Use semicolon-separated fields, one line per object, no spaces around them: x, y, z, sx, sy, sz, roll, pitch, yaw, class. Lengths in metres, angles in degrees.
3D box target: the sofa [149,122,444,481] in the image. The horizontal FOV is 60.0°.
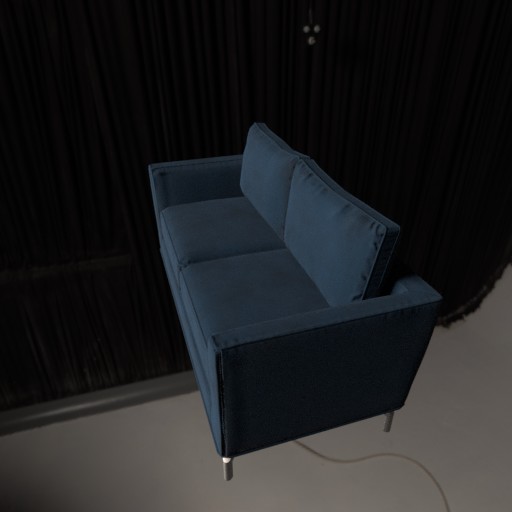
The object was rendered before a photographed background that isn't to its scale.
0.000;0.000;2.297;0.853;1.002;1.770;-9;32;-15;sofa
